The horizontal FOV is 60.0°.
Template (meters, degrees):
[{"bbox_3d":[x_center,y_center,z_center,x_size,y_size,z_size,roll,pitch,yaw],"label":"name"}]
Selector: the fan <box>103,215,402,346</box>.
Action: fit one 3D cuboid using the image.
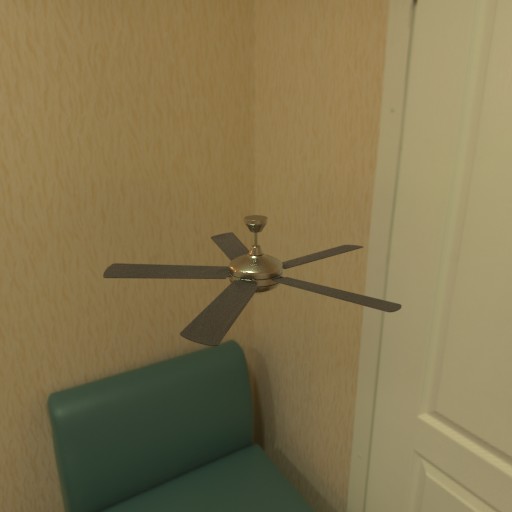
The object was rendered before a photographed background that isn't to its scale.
[{"bbox_3d":[0.000,0.000,2.017,1.321,0.356,1.321,9,20,25],"label":"fan"}]
